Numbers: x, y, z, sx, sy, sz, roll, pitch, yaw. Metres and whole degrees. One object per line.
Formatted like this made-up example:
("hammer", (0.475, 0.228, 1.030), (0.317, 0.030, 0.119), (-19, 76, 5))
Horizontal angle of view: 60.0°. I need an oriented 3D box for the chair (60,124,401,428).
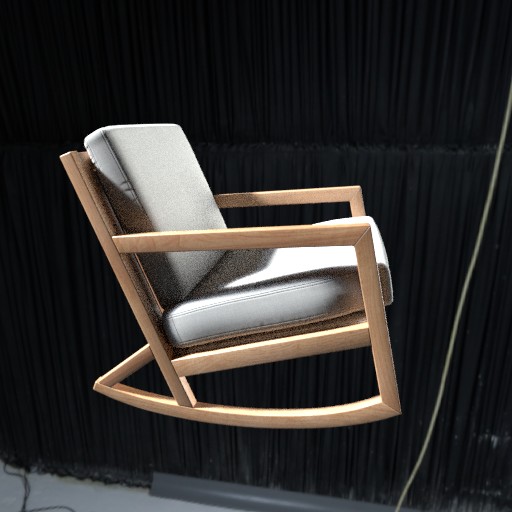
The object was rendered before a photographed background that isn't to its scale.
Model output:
("chair", (0.000, 0.000, 1.391), (0.857, 0.790, 0.622), (3, 17, 10))
